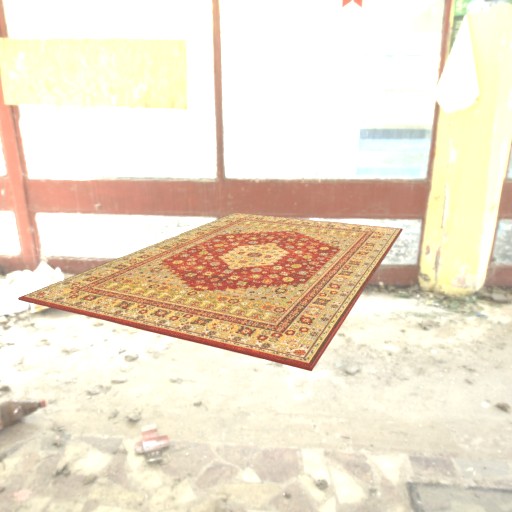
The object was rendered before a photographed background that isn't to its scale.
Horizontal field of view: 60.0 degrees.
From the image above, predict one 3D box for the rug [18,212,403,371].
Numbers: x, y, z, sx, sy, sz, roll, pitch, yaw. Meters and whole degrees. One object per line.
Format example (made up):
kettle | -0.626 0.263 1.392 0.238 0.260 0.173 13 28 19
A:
rug | 0.000 0.000 2.253 1.194 0.013 1.802 8 19 24
